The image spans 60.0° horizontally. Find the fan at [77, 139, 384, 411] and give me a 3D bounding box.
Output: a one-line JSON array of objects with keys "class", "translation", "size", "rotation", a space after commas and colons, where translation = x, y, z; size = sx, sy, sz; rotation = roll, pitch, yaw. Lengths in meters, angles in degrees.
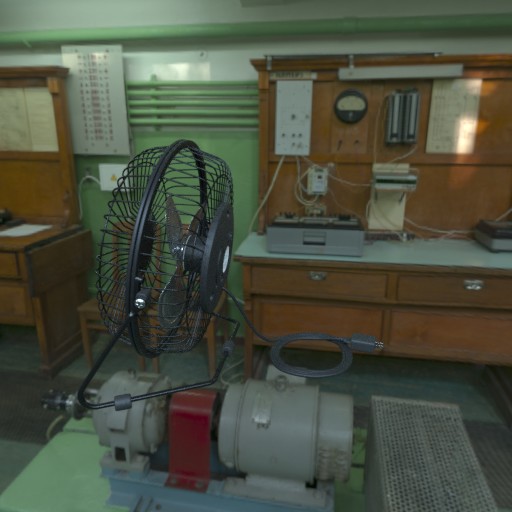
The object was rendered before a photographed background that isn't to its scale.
[{"class": "fan", "translation": [0.000, 0.000, 0.370], "size": [0.227, 0.188, 0.209], "rotation": [3, 17, 8]}]
